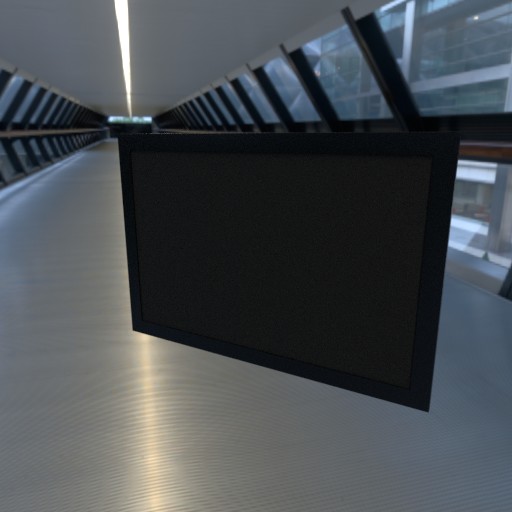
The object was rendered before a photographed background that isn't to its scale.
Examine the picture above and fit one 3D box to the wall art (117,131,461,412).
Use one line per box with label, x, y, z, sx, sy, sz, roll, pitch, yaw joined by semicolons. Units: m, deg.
wall art;0.000;0.000;0.836;0.660;0.447;0.013;8;17;28
